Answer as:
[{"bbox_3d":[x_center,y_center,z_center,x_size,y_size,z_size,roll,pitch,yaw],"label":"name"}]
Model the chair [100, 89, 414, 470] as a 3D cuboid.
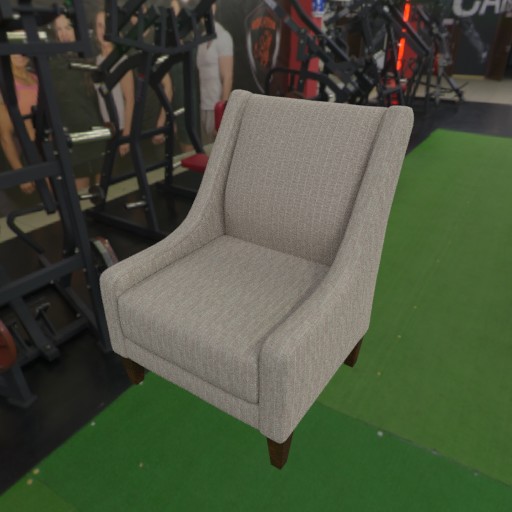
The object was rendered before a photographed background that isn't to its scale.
[{"bbox_3d":[0.000,0.000,1.626,0.774,1.014,0.870,18,33,30],"label":"chair"}]
